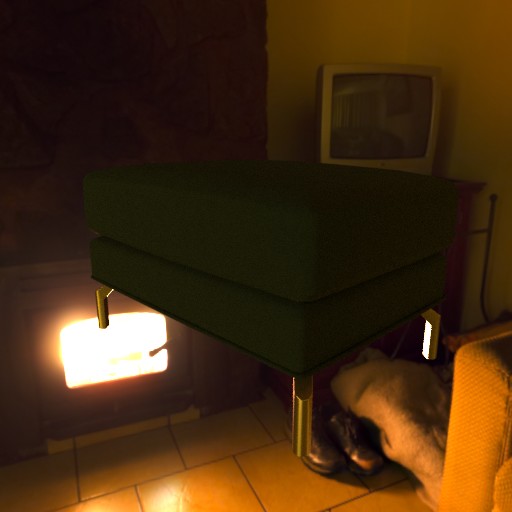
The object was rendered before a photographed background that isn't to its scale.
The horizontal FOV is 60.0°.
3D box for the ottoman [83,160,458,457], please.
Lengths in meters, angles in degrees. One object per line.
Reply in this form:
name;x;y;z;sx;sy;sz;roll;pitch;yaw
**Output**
ottoman;0.000;0.000;1.199;0.587;0.498;0.835;-14;20;-43
